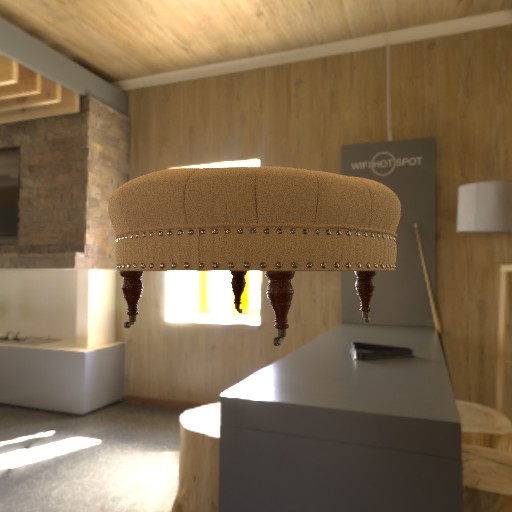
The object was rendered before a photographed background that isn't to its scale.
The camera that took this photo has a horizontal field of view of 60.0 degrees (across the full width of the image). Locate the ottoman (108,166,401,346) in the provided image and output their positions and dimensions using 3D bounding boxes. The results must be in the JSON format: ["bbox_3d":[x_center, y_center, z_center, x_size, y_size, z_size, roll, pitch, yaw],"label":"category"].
[{"bbox_3d":[0.000,0.000,1.410,0.901,0.439,0.901,0,-2,0],"label":"ottoman"}]
